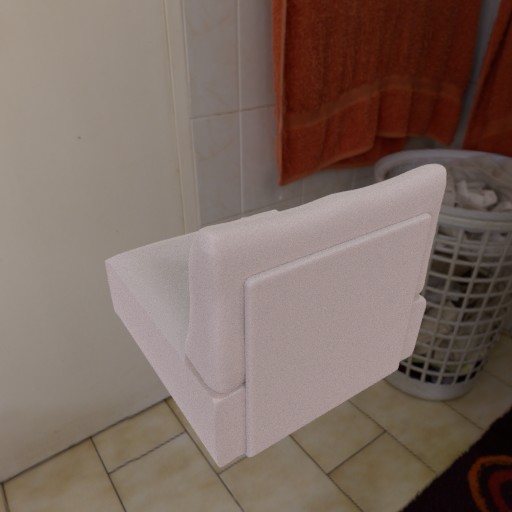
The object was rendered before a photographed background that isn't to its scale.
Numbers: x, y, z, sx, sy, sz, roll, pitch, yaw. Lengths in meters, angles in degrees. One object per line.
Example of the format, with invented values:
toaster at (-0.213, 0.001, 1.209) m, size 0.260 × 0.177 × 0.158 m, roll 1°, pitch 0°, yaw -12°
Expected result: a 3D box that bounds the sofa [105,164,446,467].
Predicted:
sofa at (0.000, 0.000, 1.747) m, size 0.935 × 0.828 × 1.000 m, roll -19°, pitch 35°, yaw -29°
